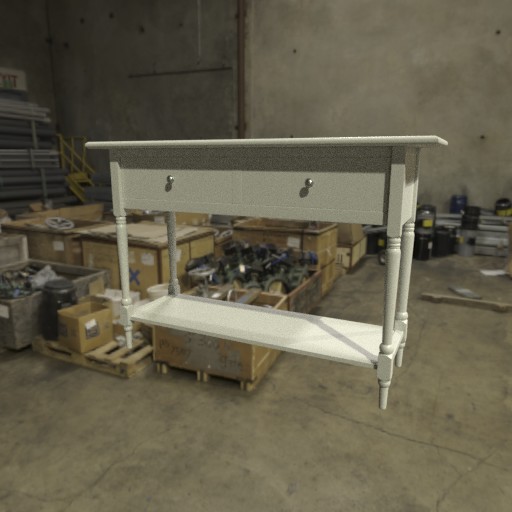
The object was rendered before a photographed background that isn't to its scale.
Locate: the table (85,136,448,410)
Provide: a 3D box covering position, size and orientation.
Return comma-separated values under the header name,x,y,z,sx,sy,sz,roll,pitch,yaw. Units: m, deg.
name,x,y,z,sx,sy,sz,roll,pitch,yaw
table,0.000,0.000,1.611,1.197,0.808,0.384,6,14,25
